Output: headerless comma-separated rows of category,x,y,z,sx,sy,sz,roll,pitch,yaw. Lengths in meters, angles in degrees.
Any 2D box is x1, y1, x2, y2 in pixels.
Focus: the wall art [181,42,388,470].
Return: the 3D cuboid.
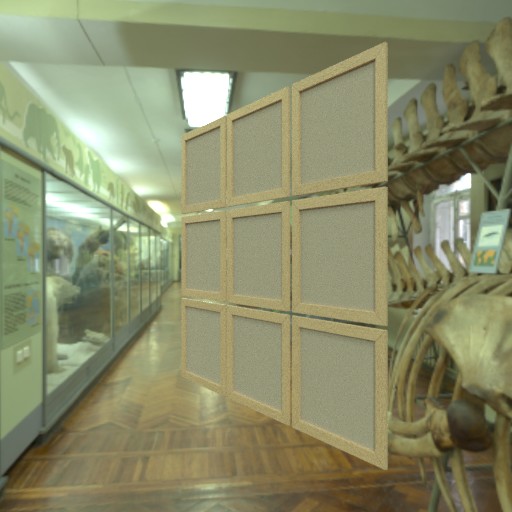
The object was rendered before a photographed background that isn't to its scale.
wall art,0.000,0.000,2.166,0.014,1.507,1.519,0,0,-37
